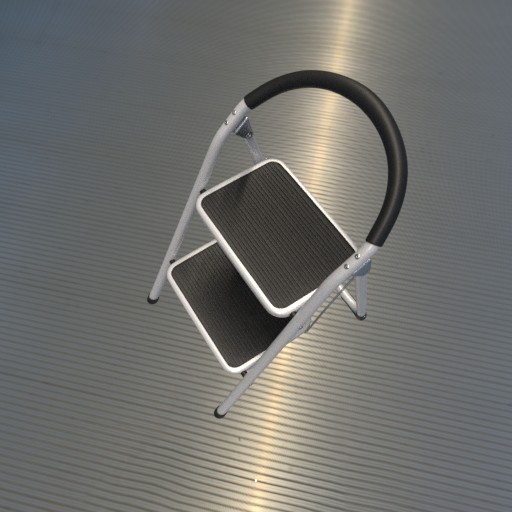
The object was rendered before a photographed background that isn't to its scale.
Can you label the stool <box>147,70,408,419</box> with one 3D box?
[{"bbox_3d":[0.000,0.000,1.088,0.559,0.760,0.453,-31,67,-14],"label":"stool"}]
